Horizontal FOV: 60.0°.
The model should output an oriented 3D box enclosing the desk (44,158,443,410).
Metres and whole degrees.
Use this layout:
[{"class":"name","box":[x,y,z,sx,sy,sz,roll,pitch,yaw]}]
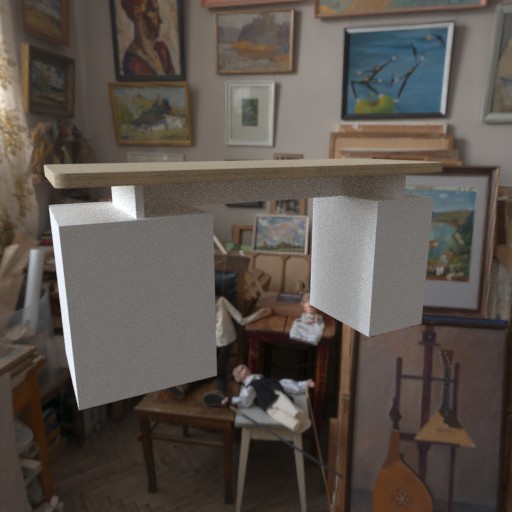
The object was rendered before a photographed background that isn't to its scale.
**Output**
[{"class":"desk","box":[0.000,0.000,1.844,1.500,0.755,0.550,-7,16,-27]}]
